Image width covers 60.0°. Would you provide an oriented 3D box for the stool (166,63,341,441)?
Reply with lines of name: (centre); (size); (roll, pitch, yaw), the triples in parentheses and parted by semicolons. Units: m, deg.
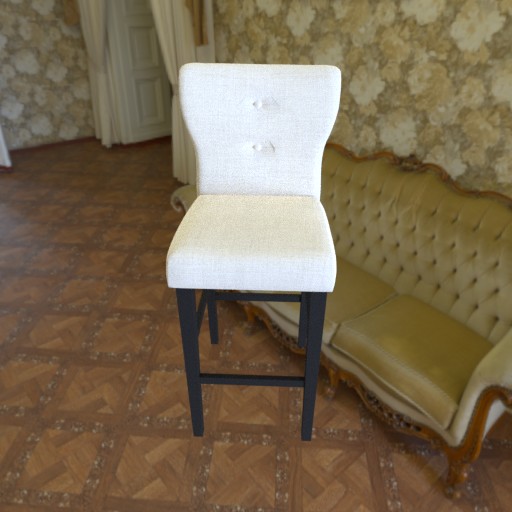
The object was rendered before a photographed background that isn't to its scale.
stool: (0.000, 0.000, 1.474); (0.516, 1.124, 0.603); (1, 30, 2)
